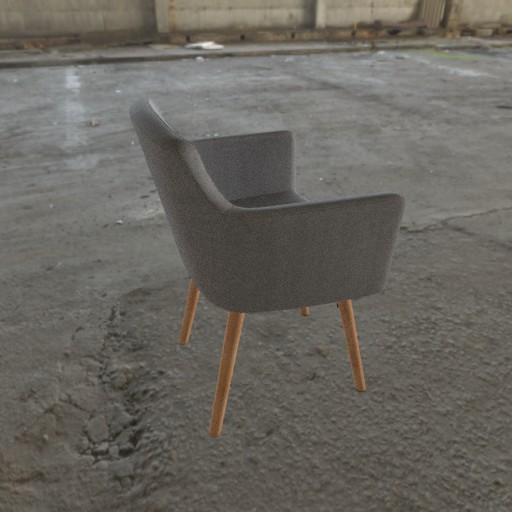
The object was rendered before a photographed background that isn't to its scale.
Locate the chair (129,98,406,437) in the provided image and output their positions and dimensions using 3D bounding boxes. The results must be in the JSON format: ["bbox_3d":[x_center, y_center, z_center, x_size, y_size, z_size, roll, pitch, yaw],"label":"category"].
[{"bbox_3d":[0.000,0.000,1.167,0.540,0.780,0.570,-10,32,-17],"label":"chair"}]
